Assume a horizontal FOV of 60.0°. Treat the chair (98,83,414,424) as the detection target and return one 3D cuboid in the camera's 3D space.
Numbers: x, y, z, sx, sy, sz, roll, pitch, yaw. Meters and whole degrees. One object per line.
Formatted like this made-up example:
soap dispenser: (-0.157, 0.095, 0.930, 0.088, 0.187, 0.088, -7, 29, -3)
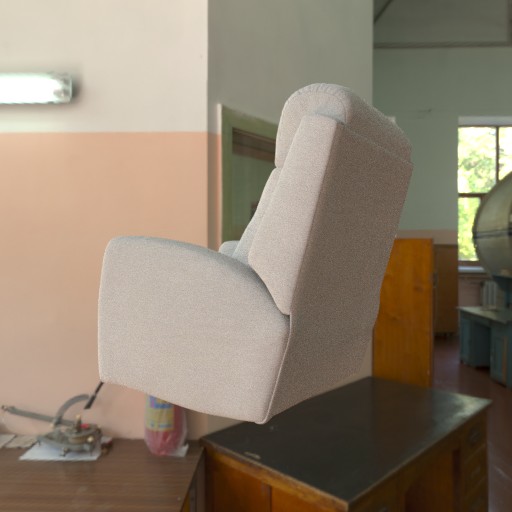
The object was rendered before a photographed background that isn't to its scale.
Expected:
chair: (0.000, 0.000, 1.715, 1.043, 1.013, 0.798, 0, 0, 36)
